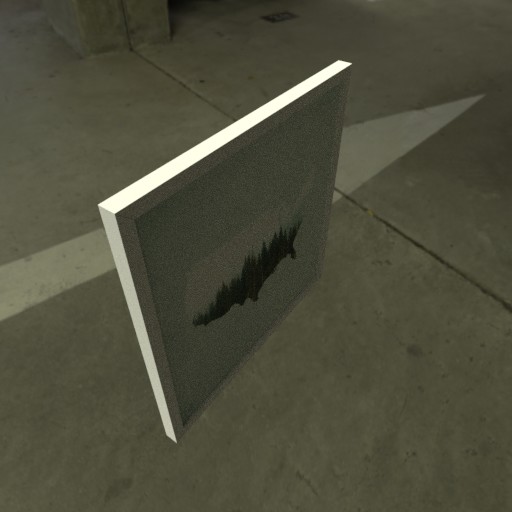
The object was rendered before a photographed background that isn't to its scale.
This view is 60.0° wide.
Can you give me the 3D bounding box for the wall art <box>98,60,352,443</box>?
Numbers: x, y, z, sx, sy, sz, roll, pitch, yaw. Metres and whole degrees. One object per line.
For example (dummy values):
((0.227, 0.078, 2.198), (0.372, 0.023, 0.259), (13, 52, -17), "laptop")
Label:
((0.000, 0.000, 1.149), (0.038, 0.762, 0.762), (26, 49, 26), "wall art")
